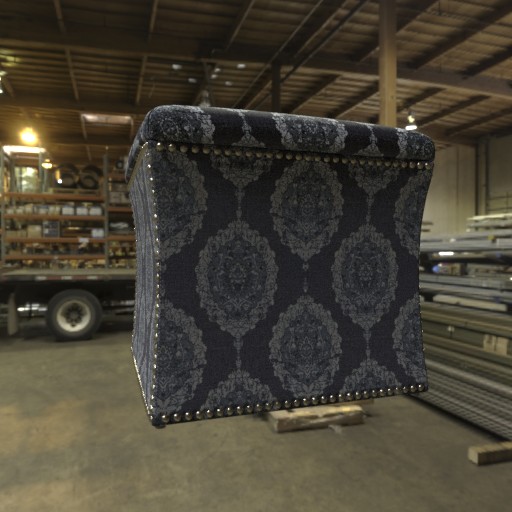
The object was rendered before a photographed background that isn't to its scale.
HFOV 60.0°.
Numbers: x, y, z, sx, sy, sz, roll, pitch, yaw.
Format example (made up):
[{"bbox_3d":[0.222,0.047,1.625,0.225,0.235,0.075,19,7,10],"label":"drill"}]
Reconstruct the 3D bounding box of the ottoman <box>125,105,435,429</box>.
[{"bbox_3d":[0.000,0.000,0.899,0.497,0.475,0.507,0,1,-19],"label":"ottoman"}]
